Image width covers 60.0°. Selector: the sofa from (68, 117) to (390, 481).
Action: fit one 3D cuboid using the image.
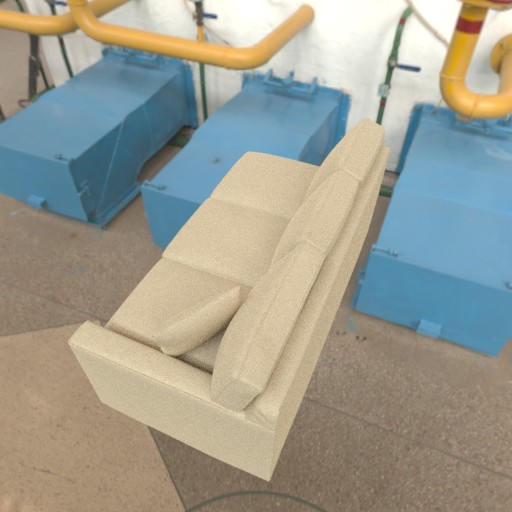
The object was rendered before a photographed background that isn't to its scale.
[{"bbox_3d":[0.000,0.000,2.568,1.034,0.946,1.963,18,49,16],"label":"sofa"}]
